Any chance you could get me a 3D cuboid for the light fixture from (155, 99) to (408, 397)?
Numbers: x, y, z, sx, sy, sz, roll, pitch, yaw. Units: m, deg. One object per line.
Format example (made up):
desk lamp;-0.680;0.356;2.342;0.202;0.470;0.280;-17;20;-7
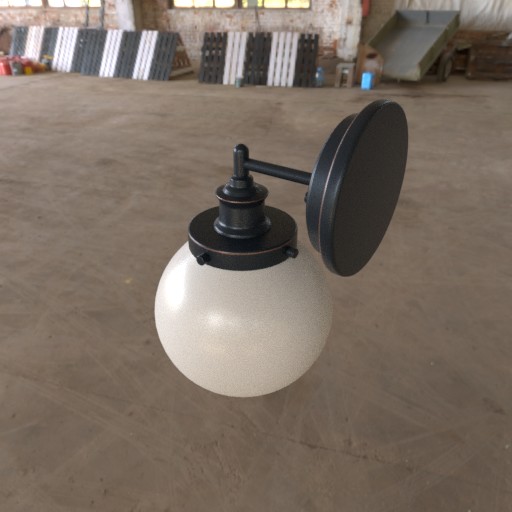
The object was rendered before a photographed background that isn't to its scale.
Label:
light fixture;0.000;0.000;0.455;0.230;0.332;0.197;21;36;31
